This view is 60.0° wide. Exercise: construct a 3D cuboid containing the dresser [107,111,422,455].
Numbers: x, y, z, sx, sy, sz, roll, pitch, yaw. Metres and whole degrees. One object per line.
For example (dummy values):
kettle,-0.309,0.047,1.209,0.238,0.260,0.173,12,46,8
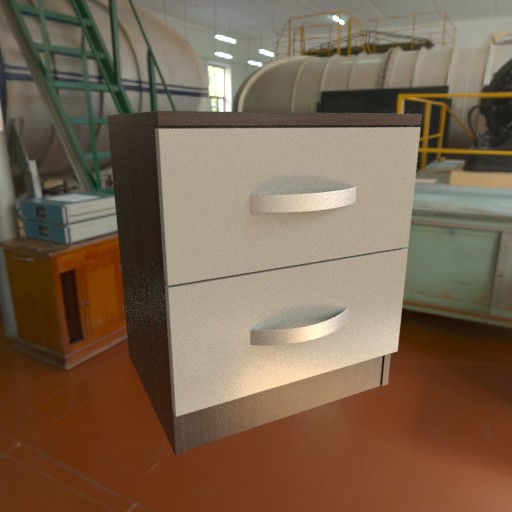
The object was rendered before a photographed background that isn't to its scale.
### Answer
dresser,0.000,0.000,0.774,0.400,0.470,0.360,-8,19,-26
